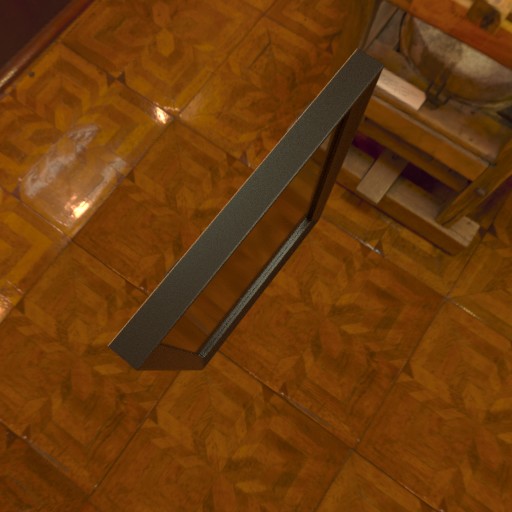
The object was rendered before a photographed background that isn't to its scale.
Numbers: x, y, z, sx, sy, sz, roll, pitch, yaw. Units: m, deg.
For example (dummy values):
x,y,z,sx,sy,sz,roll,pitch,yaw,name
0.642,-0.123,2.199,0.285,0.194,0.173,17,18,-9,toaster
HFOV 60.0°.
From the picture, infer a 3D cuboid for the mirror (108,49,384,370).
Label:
x,y,z,sx,sy,sz,roll,pitch,yaw,name
0.000,0.000,0.690,0.041,0.509,0.406,37,78,9,mirror
